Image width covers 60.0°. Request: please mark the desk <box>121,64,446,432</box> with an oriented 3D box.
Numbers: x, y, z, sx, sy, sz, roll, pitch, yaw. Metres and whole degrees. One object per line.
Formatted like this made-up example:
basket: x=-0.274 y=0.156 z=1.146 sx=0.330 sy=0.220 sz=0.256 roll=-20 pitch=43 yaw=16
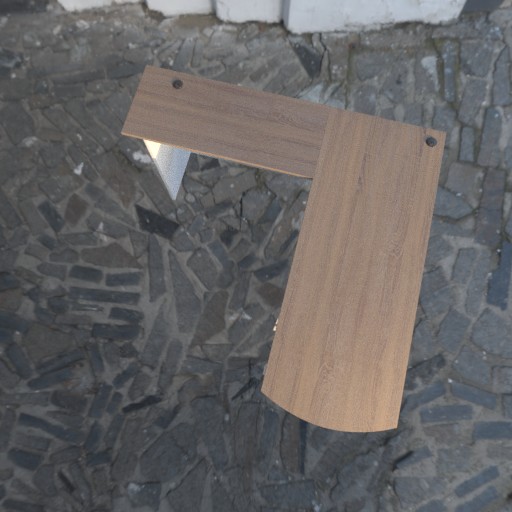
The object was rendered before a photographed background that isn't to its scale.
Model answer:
desk: x=0.000 y=0.000 z=2.140 sx=1.361 sy=0.716 sz=1.303 roll=14 pitch=76 yaw=4
